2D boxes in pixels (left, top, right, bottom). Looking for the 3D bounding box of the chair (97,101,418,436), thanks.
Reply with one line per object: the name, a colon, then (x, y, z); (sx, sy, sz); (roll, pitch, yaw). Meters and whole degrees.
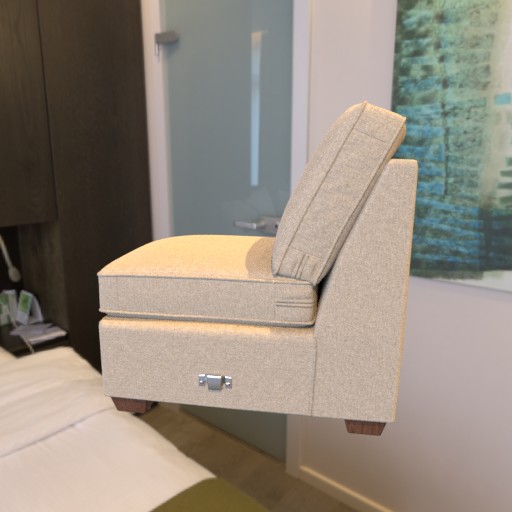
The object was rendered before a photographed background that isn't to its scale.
chair: (0.000, 0.000, 1.695); (1.020, 1.058, 0.674); (2, 13, 9)
